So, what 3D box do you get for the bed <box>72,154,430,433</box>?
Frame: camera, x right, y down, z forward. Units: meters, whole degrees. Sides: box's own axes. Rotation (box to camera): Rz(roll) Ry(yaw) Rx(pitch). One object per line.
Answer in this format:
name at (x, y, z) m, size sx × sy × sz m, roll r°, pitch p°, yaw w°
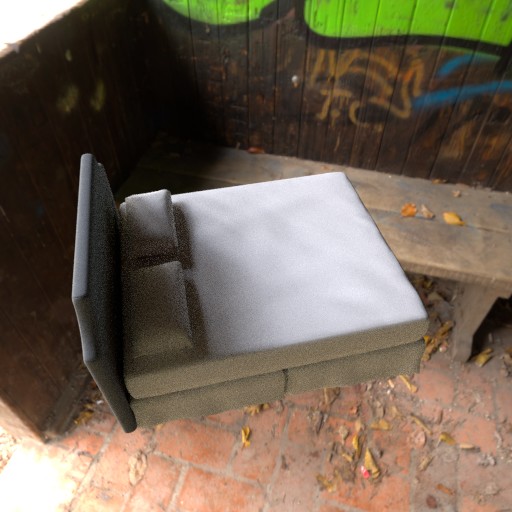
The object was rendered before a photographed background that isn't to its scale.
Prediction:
bed at (0.000, 0.000, 3.366) m, size 2.259 × 1.296 × 1.811 m, roll -9°, pitch 48°, yaw -9°
